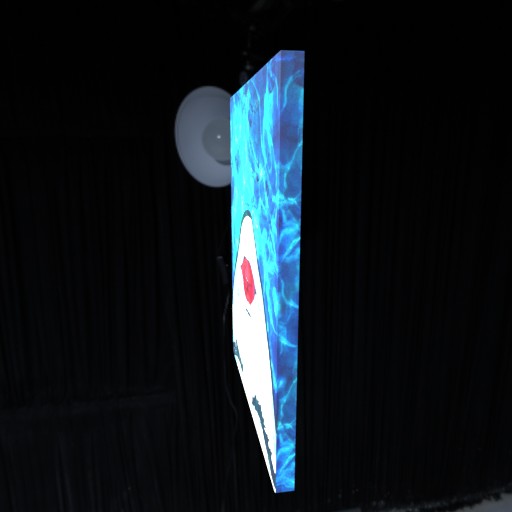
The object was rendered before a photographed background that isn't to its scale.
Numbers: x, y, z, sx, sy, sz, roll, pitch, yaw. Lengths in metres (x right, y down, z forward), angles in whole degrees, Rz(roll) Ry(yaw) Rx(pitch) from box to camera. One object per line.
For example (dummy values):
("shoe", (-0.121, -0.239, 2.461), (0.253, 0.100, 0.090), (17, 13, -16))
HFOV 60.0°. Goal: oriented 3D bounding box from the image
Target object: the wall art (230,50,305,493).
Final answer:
("wall art", (0.000, 0.000, 1.029), (0.038, 0.760, 0.609), (-2, 14, -10))
